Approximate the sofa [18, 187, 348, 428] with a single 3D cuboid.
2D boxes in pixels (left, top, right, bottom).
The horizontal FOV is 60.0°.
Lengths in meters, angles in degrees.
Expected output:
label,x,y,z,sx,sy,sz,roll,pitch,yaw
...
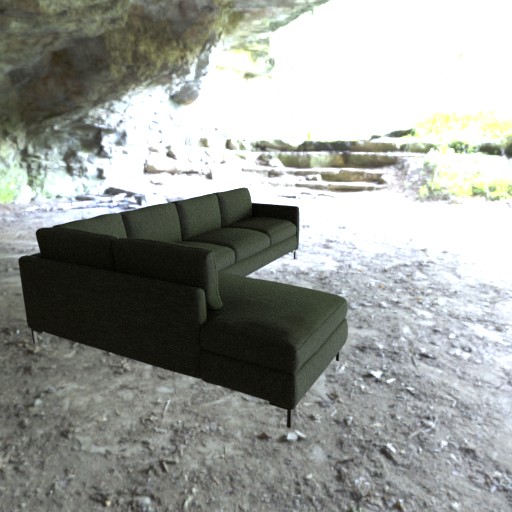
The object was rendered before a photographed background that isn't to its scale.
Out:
label,x,y,z,sx,sy,sz,roll,pitch,yaw
sofa,0.000,0.000,3.717,2.007,0.815,2.949,8,17,27
